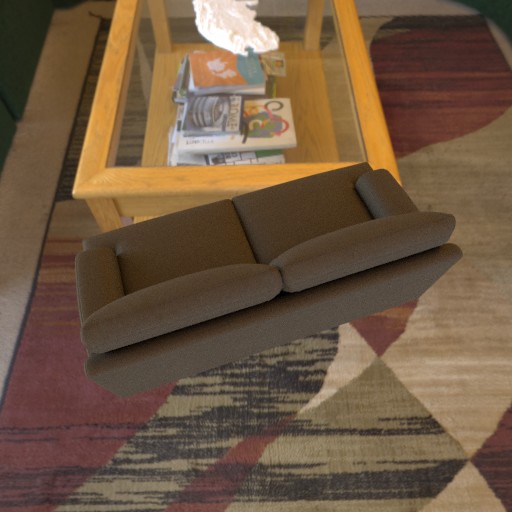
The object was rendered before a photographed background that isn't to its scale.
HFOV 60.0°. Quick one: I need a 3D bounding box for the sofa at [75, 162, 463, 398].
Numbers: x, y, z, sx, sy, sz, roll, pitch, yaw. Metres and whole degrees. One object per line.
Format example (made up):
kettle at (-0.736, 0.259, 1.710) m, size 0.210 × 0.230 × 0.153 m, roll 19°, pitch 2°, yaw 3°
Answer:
sofa at (0.000, 0.000, 2.926) m, size 2.271 × 0.950 × 1.140 m, roll -17°, pitch 60°, yaw -10°
